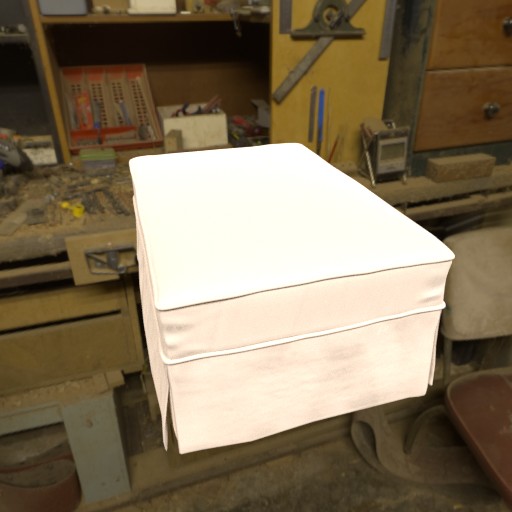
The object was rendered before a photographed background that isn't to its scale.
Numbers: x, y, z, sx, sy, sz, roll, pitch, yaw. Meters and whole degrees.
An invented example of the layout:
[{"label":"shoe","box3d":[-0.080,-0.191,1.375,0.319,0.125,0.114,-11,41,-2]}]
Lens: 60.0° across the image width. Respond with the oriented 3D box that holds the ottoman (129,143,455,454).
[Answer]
[{"label":"ottoman","box3d":[0.000,0.000,1.331,0.703,0.479,0.944,-9,31,-15]}]
